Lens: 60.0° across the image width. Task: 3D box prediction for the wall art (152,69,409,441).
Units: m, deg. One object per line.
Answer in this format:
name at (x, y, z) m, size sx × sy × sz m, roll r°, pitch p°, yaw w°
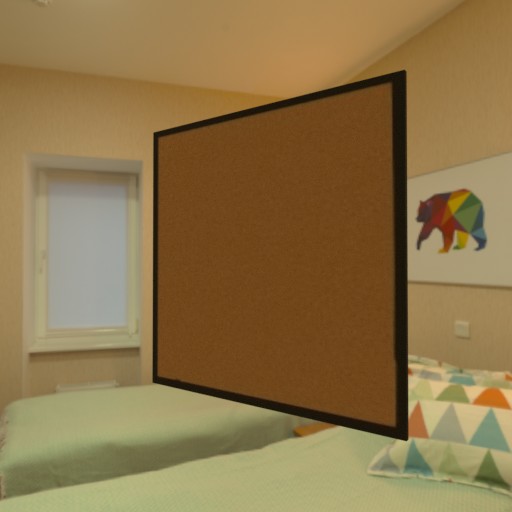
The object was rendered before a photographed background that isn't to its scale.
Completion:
wall art at (0.000, 0.000, 1.226) m, size 0.823 × 0.823 × 0.013 m, roll -1°, pitch -1°, yaw 35°
